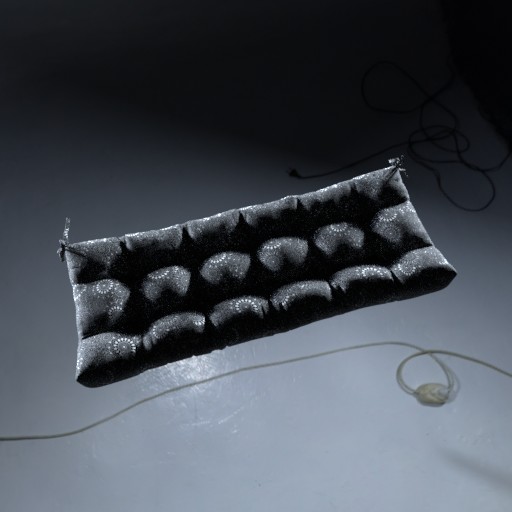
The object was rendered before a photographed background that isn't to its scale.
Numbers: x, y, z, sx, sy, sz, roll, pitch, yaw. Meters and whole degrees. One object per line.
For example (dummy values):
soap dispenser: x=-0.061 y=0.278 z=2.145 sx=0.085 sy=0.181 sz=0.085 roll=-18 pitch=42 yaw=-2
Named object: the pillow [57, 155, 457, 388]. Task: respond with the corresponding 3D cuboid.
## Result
pillow: x=0.000 y=0.000 z=1.371 sx=1.194 sy=0.174 sz=0.511 roll=-14 pitch=64 yaw=-7
